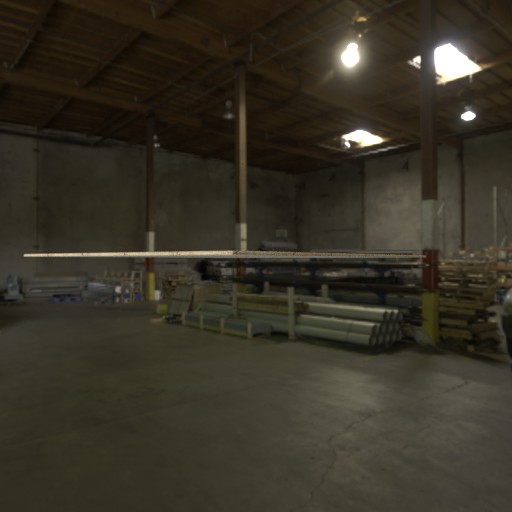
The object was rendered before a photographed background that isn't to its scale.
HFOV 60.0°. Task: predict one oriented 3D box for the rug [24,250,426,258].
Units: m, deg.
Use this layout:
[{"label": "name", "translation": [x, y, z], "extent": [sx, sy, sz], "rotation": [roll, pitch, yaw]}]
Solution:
[{"label": "rug", "translation": [0.000, 0.000, 2.934], "extent": [1.528, 0.014, 2.292], "rotation": [0, -1, 37]}]
